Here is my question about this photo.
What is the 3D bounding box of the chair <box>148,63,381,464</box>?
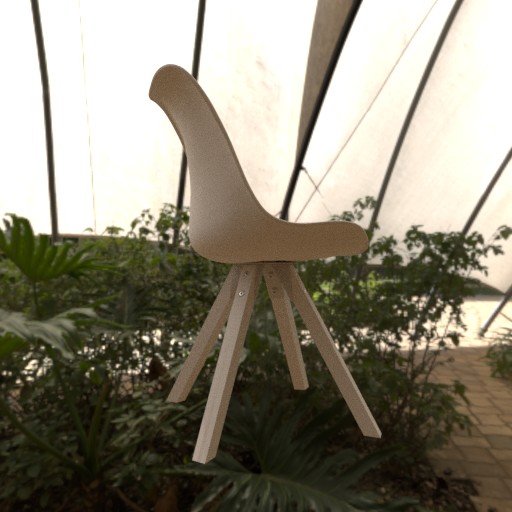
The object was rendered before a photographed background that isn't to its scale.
[{"bbox_3d":[0.000,0.000,1.165,0.550,0.850,0.485,0,-1,-18],"label":"chair"}]
